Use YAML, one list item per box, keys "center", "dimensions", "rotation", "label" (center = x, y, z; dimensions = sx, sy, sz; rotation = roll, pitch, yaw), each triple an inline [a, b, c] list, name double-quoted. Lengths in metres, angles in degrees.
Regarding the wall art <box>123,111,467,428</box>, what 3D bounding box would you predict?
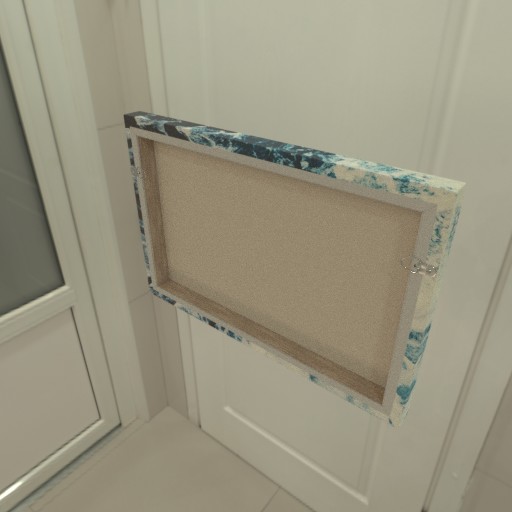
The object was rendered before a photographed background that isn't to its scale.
- center: [0.000, 0.000, 0.779]
  dimensions: [0.609, 0.407, 0.043]
  rotation: [22, 37, 32]
  label: "wall art"
